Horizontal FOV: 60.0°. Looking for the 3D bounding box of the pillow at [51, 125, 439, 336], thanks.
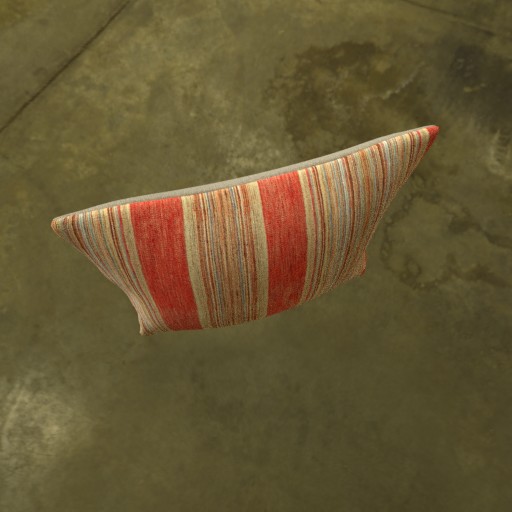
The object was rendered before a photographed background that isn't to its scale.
[{"bbox_3d":[0.000,0.000,0.653,0.437,0.419,0.136,-15,65,-7],"label":"pillow"}]
